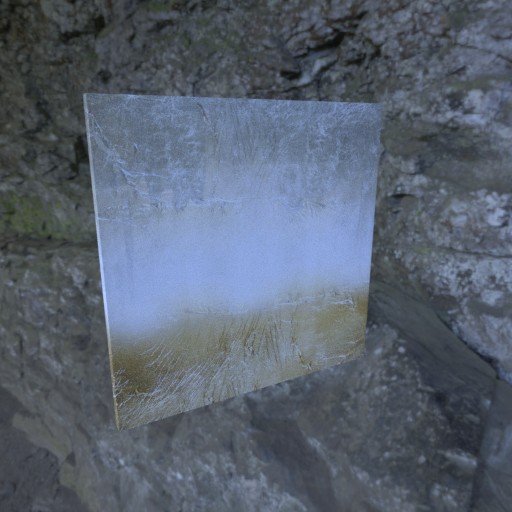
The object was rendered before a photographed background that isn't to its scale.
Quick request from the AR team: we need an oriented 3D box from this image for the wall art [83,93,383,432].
[{"bbox_3d":[0.000,0.000,1.638,1.092,1.091,0.051,-9,18,-27],"label":"wall art"}]
